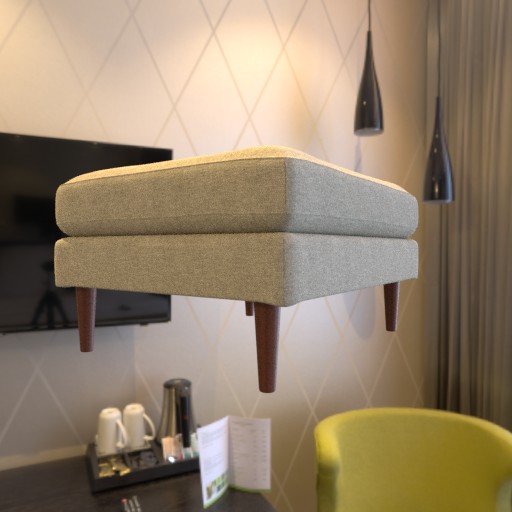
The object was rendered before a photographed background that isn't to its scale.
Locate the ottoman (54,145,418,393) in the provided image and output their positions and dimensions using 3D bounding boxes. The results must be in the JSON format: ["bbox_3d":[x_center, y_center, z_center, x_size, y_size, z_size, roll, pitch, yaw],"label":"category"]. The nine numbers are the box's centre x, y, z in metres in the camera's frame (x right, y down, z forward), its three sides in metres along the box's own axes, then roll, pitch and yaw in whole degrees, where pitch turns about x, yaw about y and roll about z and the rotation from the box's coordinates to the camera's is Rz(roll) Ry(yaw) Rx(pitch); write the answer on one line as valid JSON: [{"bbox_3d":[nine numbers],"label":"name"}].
[{"bbox_3d":[0.000,0.000,1.254,0.693,0.474,0.821,1,1,35],"label":"ottoman"}]
